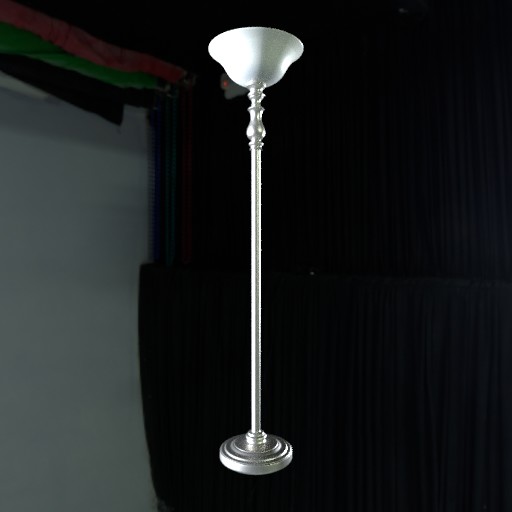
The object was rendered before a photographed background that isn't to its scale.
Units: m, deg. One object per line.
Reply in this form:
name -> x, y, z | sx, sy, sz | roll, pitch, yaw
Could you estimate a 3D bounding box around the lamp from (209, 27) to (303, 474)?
lamp -> 0.000, 0.000, 1.924 | 0.405, 1.771, 0.405 | 1, 1, 36
